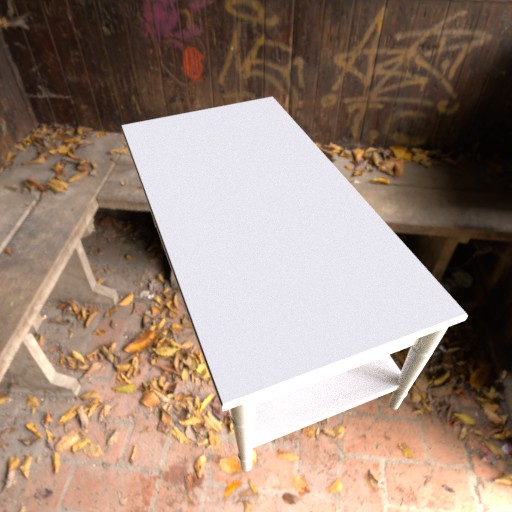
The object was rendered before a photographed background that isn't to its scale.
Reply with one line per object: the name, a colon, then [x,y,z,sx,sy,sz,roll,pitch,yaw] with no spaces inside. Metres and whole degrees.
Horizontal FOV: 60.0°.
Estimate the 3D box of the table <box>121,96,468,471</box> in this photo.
table: [0.000,0.000,1.388,0.559,0.457,1.067,-16,48,-15]
